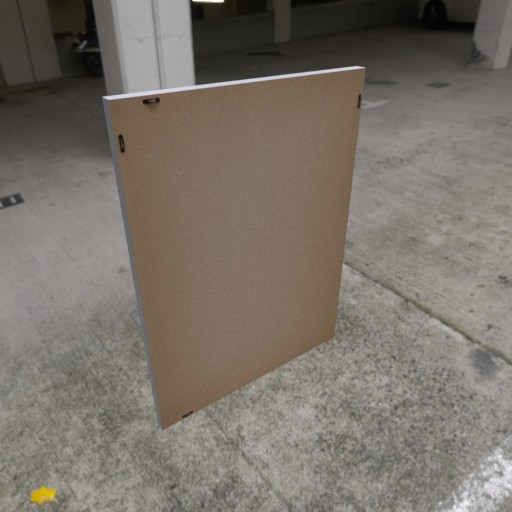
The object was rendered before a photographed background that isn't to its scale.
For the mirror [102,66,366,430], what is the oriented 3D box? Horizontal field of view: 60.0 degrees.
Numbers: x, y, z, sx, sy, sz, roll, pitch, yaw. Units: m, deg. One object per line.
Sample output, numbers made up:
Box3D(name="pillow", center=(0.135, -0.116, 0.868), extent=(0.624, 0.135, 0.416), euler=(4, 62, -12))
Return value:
Box3D(name="mirror", center=(0.000, 0.000, 1.359), extent=(0.762, 1.016, 0.041), euler=(-20, 36, -30))
